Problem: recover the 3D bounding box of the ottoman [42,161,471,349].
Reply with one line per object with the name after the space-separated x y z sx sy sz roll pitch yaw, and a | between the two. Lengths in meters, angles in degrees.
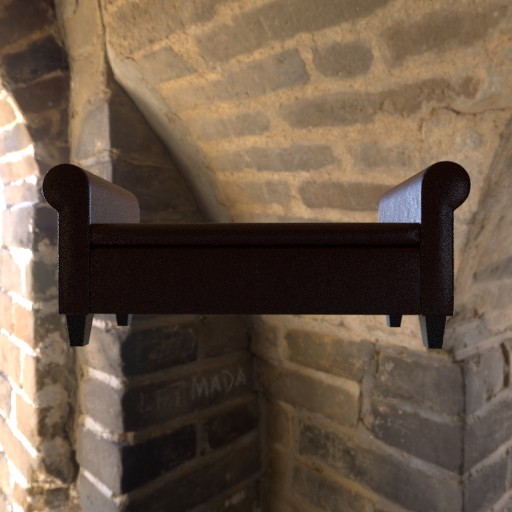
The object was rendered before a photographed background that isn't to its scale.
0.000 0.000 1.542 1.256 0.547 0.521 0 -1 2 | ottoman
